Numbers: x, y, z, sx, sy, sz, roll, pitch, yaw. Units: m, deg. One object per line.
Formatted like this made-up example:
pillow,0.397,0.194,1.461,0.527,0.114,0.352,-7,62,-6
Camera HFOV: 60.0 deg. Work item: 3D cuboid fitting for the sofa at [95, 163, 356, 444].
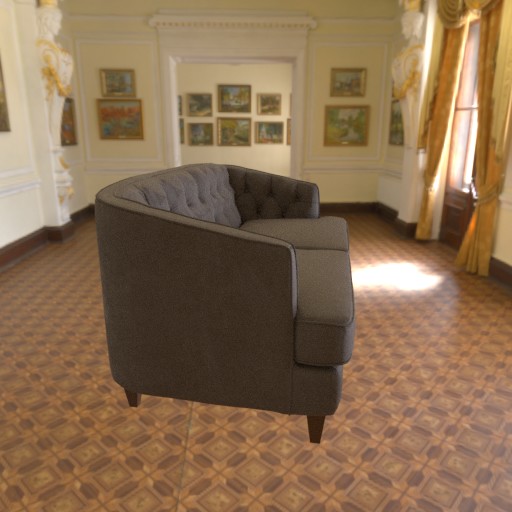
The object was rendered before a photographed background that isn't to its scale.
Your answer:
sofa,0.000,0.000,2.232,0.941,0.855,1.733,3,16,10
